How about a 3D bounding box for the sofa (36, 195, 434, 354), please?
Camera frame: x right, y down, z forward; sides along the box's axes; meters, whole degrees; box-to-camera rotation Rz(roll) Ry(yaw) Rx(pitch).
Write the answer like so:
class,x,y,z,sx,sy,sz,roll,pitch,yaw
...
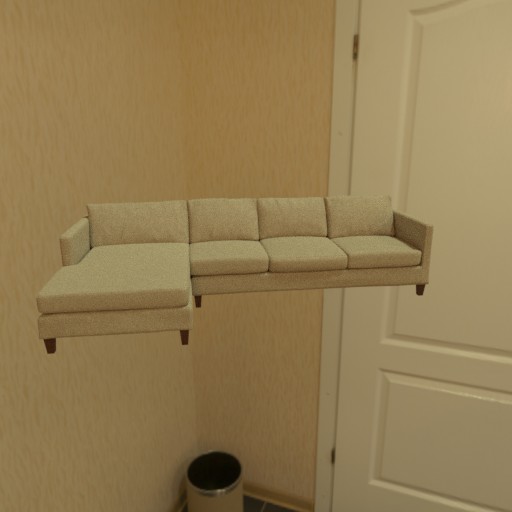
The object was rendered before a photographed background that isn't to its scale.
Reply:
class,x,y,z,sx,sy,sz,roll,pitch,yaw
sofa,0.000,0.000,3.882,3.186,0.846,1.625,-2,16,-8
